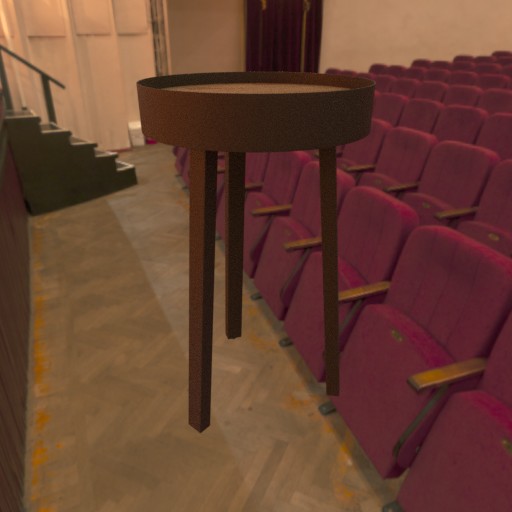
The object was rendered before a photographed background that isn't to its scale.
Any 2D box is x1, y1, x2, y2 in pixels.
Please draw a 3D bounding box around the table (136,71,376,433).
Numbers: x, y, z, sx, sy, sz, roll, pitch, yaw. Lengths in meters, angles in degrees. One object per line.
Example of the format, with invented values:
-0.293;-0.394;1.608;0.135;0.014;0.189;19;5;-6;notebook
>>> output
0.000;0.000;0.926;0.406;0.686;0.406;-8;28;-16;table
